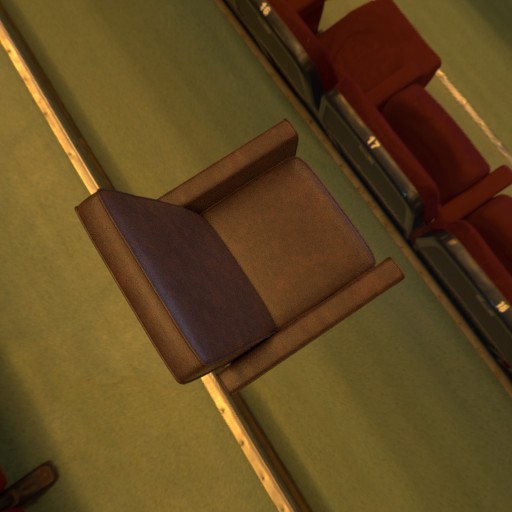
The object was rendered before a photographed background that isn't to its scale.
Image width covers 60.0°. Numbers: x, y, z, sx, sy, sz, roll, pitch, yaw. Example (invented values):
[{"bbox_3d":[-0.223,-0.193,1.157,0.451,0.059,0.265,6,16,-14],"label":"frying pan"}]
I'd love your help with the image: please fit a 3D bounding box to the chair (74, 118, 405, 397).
[{"bbox_3d":[0.000,0.000,1.543,0.746,1.013,0.705,-33,78,-8],"label":"chair"}]
